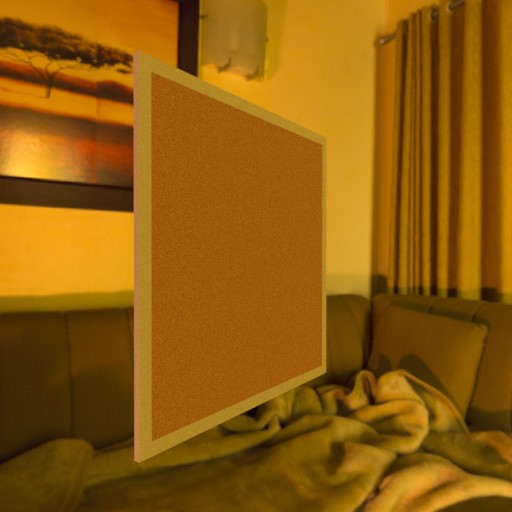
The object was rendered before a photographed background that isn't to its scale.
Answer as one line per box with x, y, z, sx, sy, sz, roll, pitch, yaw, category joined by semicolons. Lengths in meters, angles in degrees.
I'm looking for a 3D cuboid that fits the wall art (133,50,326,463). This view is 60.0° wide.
0.000;0.000;0.678;0.009;0.457;0.456;0;1;36;wall art
